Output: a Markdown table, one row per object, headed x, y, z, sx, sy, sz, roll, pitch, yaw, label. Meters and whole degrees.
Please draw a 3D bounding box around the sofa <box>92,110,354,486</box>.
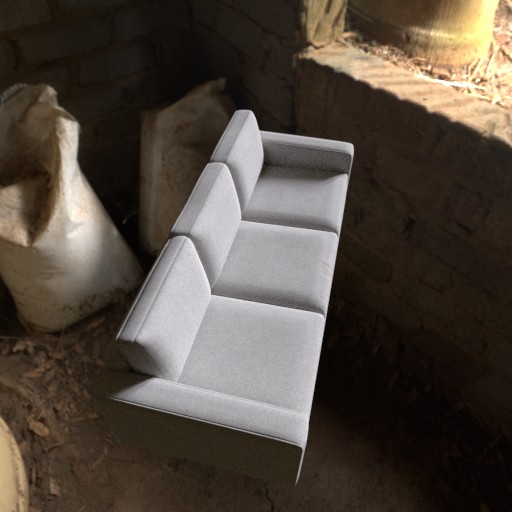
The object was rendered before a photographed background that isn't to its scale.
| x | y | z | sx | sy | sz | roll | pitch | yaw | label |
| --- | --- | --- | --- | --- | --- | --- | --- | --- | --- |
| 0.000 | 0.000 | 2.540 | 0.900 | 0.800 | 2.120 | 10 | 48 | 9 | sofa |
